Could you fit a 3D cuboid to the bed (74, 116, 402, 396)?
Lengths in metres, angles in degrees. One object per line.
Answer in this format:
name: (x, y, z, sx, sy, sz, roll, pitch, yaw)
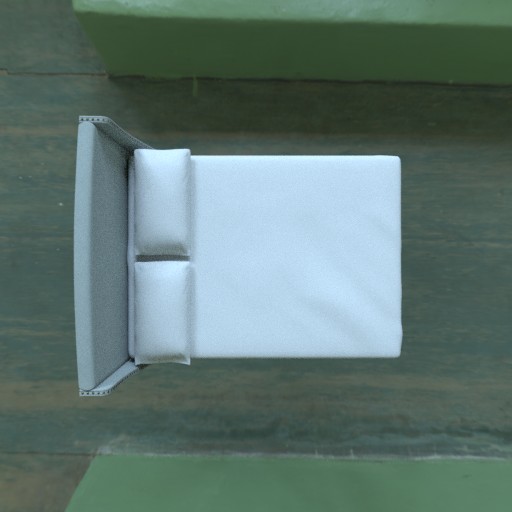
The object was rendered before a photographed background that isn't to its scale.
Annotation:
bed: (0.000, 0.000, 3.321, 2.237, 1.407, 1.710, 0, 90, 0)
